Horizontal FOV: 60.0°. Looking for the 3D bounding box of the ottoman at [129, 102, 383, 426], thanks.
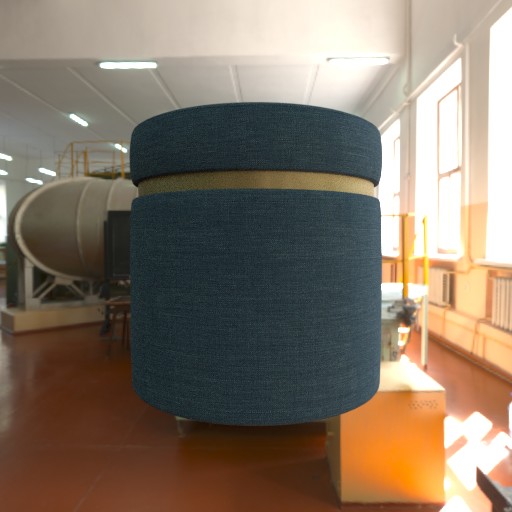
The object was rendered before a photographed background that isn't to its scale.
[{"bbox_3d":[0.000,0.000,0.728,0.398,0.406,0.398,0,2,0],"label":"ottoman"}]
